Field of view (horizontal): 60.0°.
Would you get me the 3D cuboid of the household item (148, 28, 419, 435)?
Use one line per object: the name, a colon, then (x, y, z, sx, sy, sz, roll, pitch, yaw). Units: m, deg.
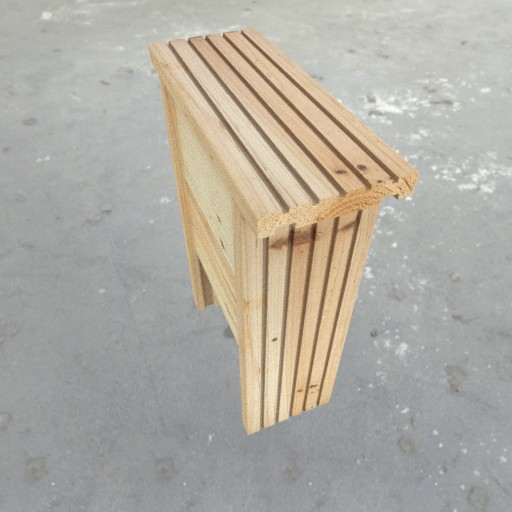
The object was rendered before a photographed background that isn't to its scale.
household item: (0.000, 0.000, 0.534, 0.123, 0.407, 0.301, -17, 48, -15)
